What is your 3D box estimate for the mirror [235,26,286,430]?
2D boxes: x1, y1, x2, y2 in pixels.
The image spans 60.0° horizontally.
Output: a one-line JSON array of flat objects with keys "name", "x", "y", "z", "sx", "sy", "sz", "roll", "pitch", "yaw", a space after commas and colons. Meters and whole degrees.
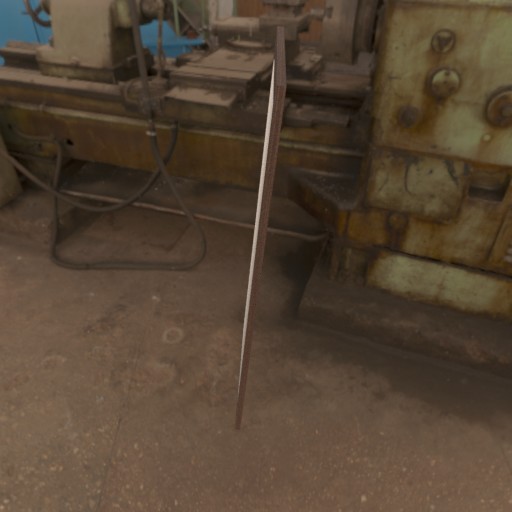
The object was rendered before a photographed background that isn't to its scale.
[{"name": "mirror", "x": 0.000, "y": 0.000, "z": 2.324, "sx": 0.221, "sy": 2.020, "sz": 0.812, "roll": 1, "pitch": 39, "yaw": 2}]
